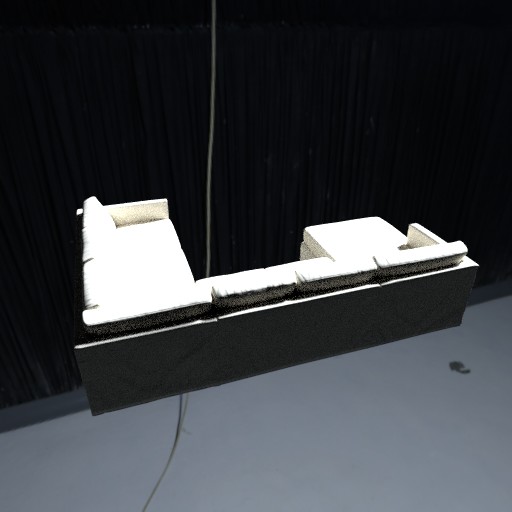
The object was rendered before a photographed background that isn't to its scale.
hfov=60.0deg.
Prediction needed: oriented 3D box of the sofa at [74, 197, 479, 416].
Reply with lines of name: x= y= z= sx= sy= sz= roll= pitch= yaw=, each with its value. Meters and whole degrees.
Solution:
sofa: x=0.000 y=0.000 z=4.603 sx=3.464 sy=0.882 sz=2.448 roll=-10 pitch=32 yaw=-16
